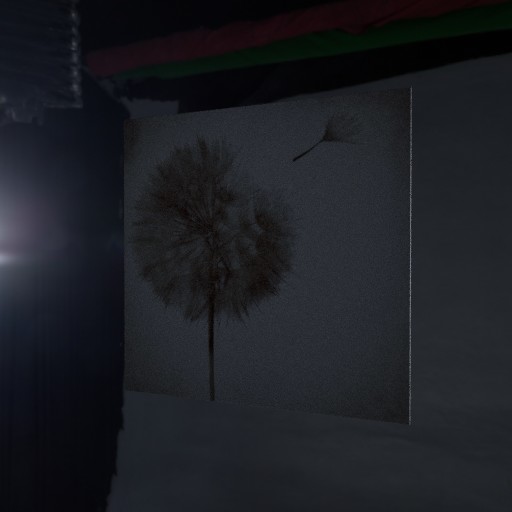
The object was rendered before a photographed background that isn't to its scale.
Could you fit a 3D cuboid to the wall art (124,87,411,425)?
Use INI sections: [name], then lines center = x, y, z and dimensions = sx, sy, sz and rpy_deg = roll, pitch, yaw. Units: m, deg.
[wall art]
center = 0.000, 0.000, 0.460
dimensions = 0.303, 0.303, 0.028
rpy_deg = 0, 1, 19
